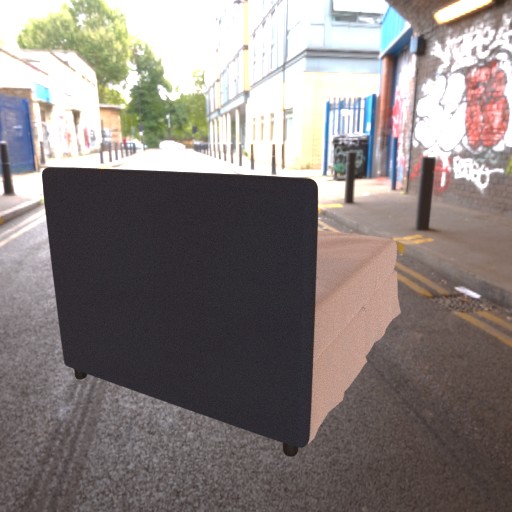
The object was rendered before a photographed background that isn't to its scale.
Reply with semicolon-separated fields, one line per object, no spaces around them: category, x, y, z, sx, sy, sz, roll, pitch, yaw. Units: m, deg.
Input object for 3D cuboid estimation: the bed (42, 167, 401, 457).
bed;0.000;0.000;3.187;1.713;1.330;2.162;8;17;28
